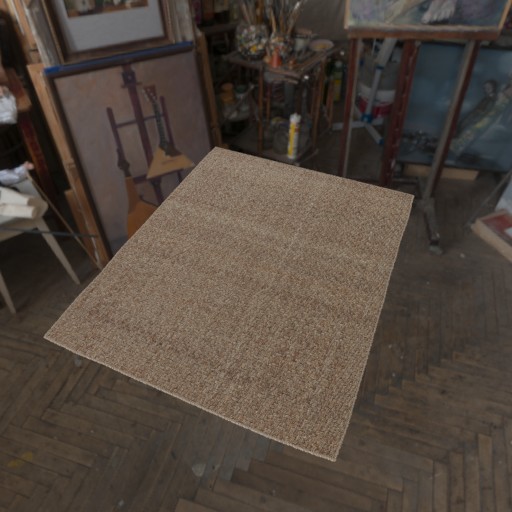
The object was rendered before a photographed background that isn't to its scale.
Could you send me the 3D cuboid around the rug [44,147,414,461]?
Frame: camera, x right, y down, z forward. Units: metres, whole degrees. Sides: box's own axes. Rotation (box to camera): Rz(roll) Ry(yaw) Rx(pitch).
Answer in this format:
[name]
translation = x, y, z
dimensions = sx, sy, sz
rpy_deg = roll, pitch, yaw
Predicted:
[rug]
translation = 0.000, 0.000, 4.142
dimensions = 2.439, 0.013, 3.048
rpy_deg = 17, 48, 16
